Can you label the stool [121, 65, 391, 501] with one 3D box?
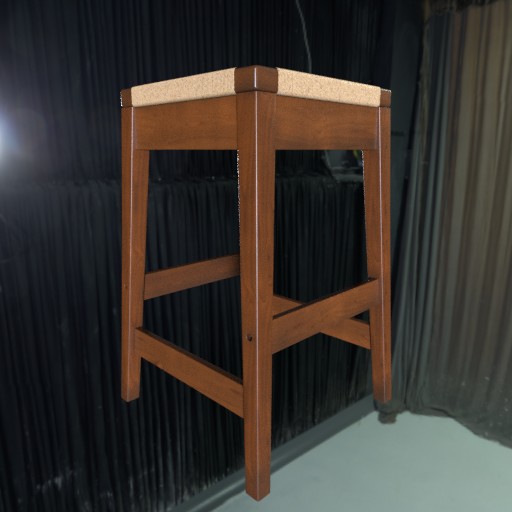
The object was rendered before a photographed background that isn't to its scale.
[{"bbox_3d":[0.000,0.000,1.072,0.507,0.762,0.497,13,19,43],"label":"stool"}]
